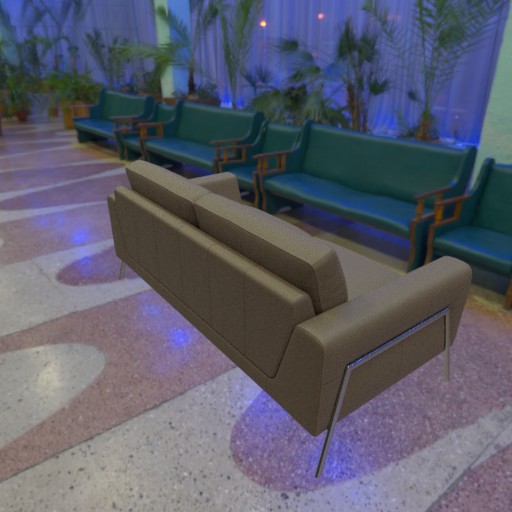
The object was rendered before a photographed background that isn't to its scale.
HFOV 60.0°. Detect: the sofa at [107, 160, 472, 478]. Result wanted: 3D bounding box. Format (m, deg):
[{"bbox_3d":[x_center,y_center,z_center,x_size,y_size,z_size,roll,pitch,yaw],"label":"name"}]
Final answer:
[{"bbox_3d":[0.000,0.000,2.509,0.953,0.875,2.017,-18,31,-33],"label":"sofa"}]
